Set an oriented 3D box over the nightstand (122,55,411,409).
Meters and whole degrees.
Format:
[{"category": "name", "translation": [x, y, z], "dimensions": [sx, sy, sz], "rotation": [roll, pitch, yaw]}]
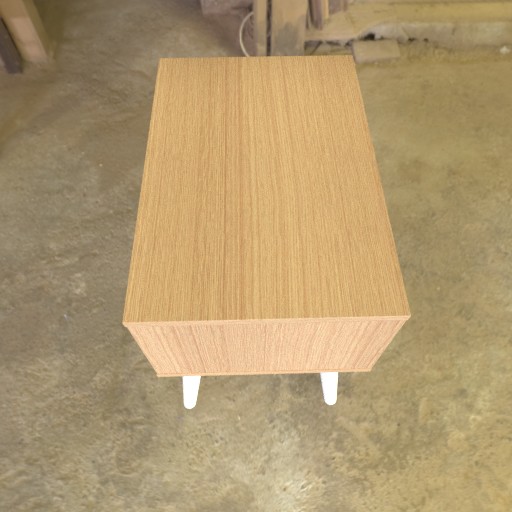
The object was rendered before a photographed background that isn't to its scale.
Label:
[{"category": "nightstand", "translation": [0.000, 0.000, 1.007], "dimensions": [0.407, 0.610, 0.571], "rotation": [-1, 59, -1]}]
